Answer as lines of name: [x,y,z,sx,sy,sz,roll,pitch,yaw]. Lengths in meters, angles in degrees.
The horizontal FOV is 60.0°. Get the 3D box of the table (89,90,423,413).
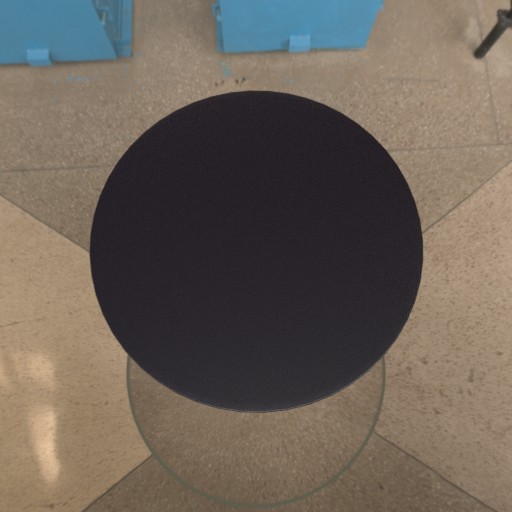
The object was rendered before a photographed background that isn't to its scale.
table: [0.000,0.000,1.599,1.029,0.491,1.029,0,76,0]
